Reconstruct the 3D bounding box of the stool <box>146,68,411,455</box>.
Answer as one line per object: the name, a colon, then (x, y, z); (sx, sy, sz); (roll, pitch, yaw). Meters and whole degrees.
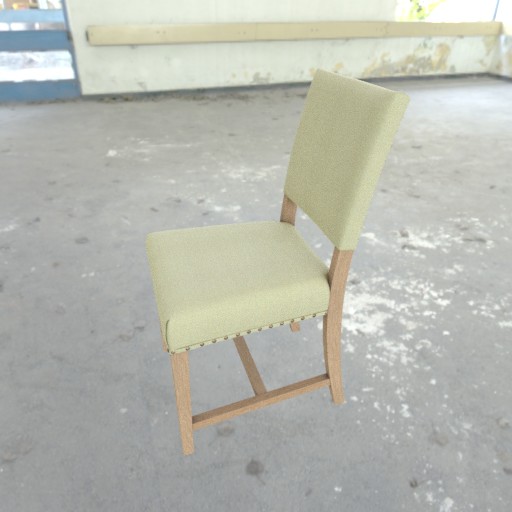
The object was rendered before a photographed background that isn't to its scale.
stool: (0.000, 0.000, 1.342); (0.623, 0.986, 0.508); (-9, 31, -15)
